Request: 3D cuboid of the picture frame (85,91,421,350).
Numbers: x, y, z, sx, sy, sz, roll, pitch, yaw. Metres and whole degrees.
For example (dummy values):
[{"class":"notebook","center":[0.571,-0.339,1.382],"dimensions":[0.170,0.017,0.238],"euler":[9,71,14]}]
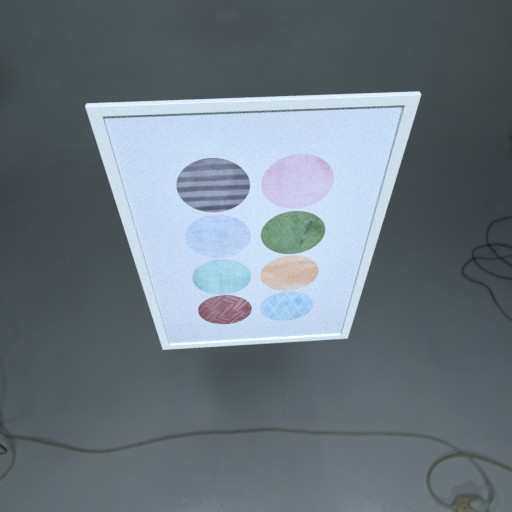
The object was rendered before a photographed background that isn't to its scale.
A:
[{"class":"picture frame","center":[0.000,0.000,1.225],"dimensions":[0.659,0.940,0.013],"euler":[-3,49,-3]}]
